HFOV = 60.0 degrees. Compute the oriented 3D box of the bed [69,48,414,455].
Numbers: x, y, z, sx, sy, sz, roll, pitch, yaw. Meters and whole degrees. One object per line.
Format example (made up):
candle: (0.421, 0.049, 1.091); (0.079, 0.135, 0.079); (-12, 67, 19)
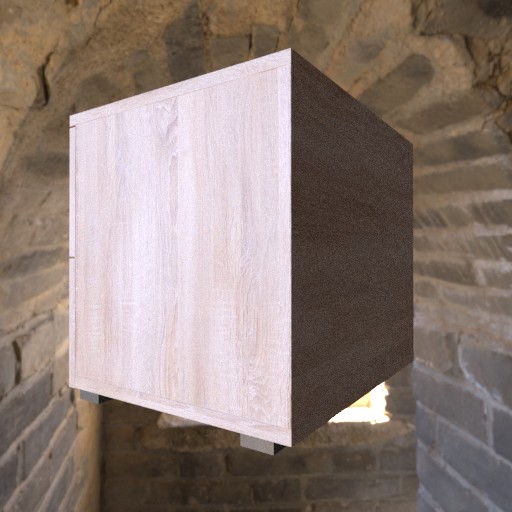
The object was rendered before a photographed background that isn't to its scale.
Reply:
bed: (0.000, 0.000, 0.752); (0.401, 0.420, 0.460); (0, 0, 34)
